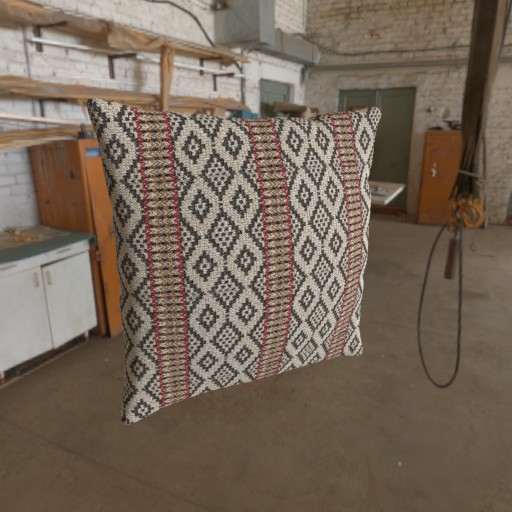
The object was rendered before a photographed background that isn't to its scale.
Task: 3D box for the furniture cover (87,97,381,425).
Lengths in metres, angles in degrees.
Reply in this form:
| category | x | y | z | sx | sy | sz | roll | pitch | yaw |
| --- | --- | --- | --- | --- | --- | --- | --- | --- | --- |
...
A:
| category | x | y | z | sx | sy | sz | roll | pitch | yaw |
| --- | --- | --- | --- | --- | --- | --- | --- | --- | --- |
| furniture cover | 0.000 | 0.000 | 0.767 | 0.503 | 0.506 | 0.182 | -9 | 19 | -26 |
